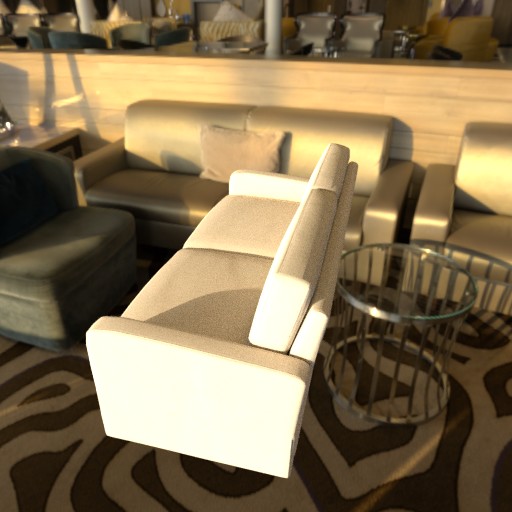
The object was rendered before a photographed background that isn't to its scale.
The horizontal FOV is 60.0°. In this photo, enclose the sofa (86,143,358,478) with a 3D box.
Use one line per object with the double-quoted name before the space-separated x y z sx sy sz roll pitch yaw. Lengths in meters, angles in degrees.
"sofa" 0.000 0.000 2.300 0.894 0.831 1.808 7 30 13
